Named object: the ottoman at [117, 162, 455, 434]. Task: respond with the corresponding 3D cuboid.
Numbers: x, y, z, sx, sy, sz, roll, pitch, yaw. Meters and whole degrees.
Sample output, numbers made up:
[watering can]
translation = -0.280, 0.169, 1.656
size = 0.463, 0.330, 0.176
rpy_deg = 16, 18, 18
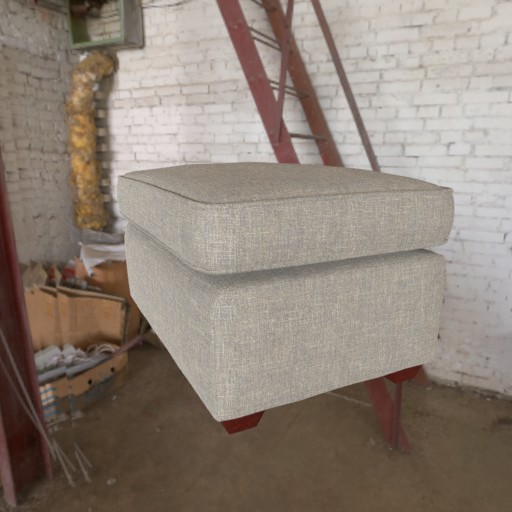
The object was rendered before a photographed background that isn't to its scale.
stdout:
[ottoman]
translation = 0.000, 0.000, 1.118
size = 0.559, 0.457, 0.762
rpy_deg = -7, 16, -26
